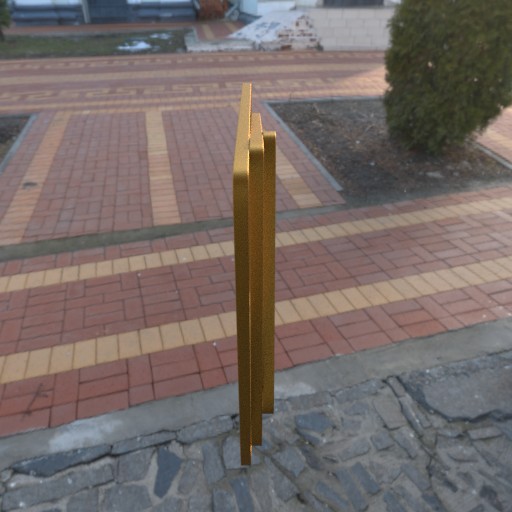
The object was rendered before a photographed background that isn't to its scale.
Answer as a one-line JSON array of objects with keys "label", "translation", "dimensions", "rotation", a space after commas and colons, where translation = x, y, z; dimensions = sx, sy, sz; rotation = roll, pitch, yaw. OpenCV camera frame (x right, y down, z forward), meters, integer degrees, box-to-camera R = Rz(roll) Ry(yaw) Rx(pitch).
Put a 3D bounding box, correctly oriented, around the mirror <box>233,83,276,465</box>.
[{"label": "mirror", "translation": [0.000, 0.000, 0.723], "dimensions": [0.045, 0.468, 0.470], "rotation": [0, 32, 0]}]
